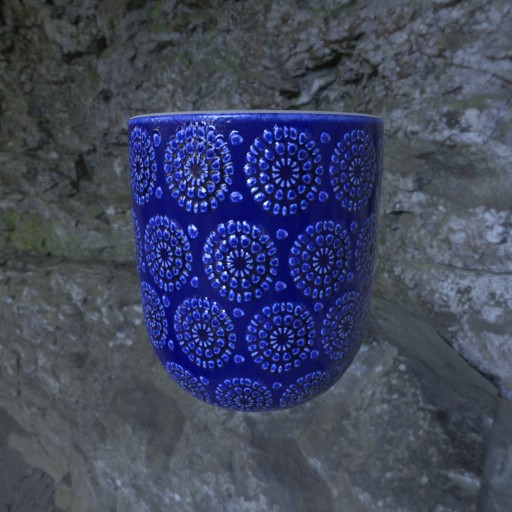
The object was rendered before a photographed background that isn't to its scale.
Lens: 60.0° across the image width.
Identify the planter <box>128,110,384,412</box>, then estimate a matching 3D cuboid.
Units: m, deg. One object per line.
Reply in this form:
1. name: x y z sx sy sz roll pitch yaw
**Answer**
1. planter: 0.000 0.000 0.350 0.184 0.206 0.184 0 14 0
